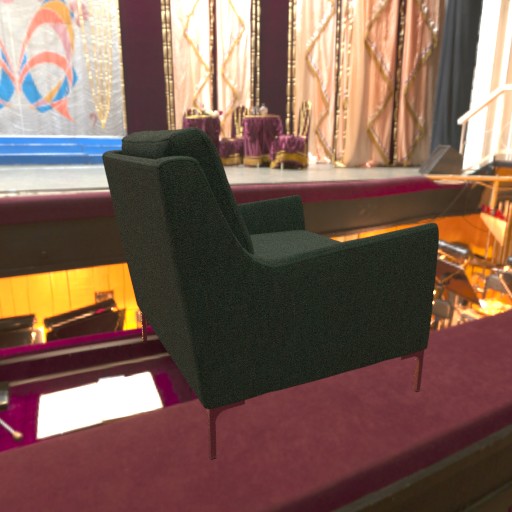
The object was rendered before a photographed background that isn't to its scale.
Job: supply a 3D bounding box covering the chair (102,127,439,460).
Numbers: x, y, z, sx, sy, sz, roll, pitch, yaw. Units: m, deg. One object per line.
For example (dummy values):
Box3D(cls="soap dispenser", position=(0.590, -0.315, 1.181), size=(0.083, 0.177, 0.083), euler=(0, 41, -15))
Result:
Box3D(cls="chair", position=(0.000, 0.000, 1.520), size=(0.849, 0.828, 0.847), euler=(-7, 16, -25))
